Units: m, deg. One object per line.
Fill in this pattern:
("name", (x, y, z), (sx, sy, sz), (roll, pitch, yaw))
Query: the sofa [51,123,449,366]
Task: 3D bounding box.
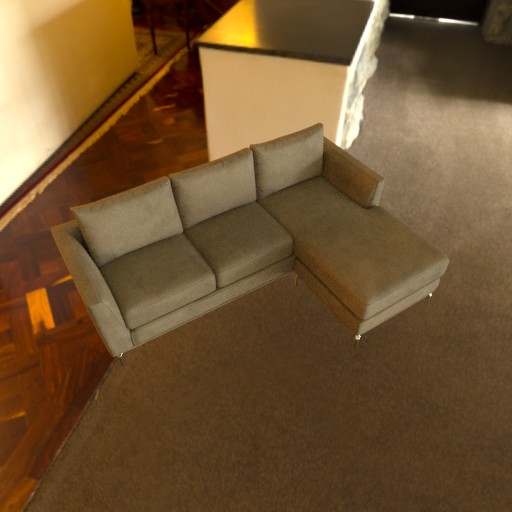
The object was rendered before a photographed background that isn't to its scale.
("sofa", (0.000, 0.000, 3.292), (2.438, 0.987, 1.622), (-24, 50, -22))
